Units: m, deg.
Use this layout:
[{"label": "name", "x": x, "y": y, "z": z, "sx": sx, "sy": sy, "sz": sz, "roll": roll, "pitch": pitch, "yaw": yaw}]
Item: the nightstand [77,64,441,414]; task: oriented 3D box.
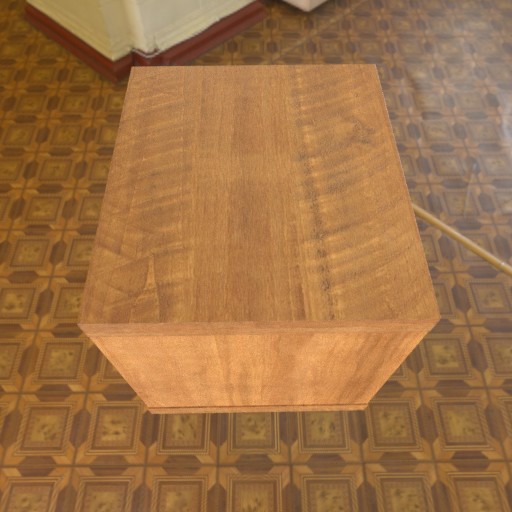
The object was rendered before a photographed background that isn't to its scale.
[{"label": "nightstand", "x": 0.000, "y": 0.000, "z": 0.862, "sx": 0.436, "sy": 0.491, "sz": 0.493, "roll": -1, "pitch": 58, "yaw": -1}]
